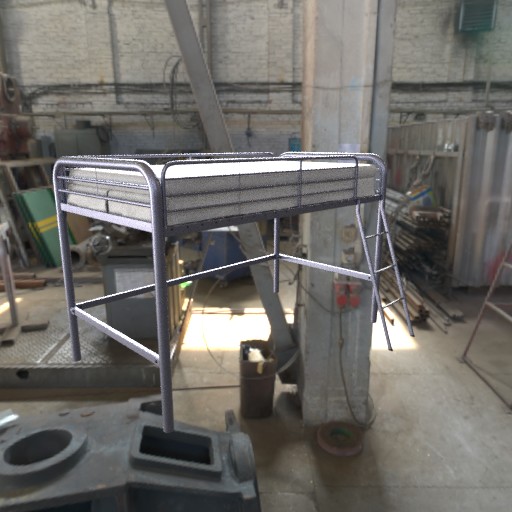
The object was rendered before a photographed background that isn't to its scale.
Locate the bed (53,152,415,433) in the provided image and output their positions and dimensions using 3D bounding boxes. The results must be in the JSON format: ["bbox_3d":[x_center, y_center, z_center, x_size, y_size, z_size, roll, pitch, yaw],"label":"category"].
[{"bbox_3d":[0.000,0.000,2.906,1.415,1.288,1.965,14,20,43],"label":"bed"}]
